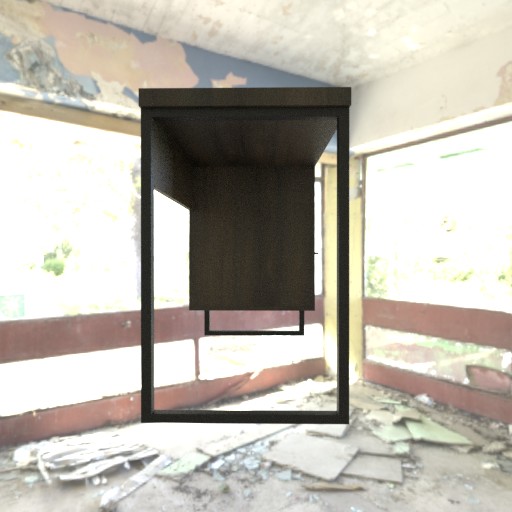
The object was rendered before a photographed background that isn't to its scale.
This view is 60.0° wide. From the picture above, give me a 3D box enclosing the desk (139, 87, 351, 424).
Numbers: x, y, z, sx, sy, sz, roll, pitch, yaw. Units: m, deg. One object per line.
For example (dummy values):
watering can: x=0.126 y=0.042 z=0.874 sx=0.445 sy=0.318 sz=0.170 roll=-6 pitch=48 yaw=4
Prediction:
desk: x=0.000 y=0.000 z=1.552 sx=0.511 sy=0.752 sz=1.134 roll=0 pitch=0 yaw=1
